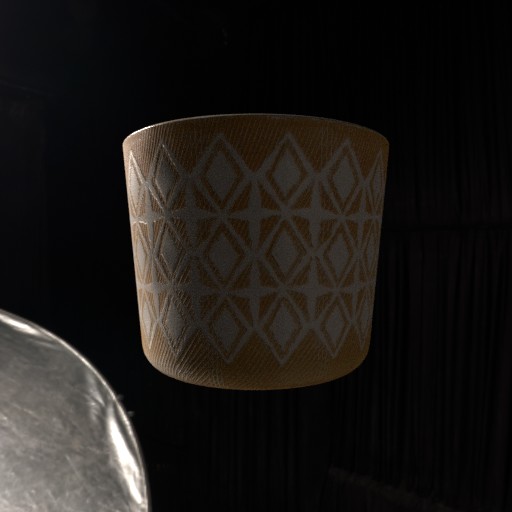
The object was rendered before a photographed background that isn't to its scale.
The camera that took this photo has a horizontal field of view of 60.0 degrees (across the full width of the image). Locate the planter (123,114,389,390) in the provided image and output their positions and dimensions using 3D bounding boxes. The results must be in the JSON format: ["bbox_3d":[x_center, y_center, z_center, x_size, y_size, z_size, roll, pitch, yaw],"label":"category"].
[{"bbox_3d":[0.000,0.000,0.221,0.126,0.104,0.126,0,1,0],"label":"planter"}]
